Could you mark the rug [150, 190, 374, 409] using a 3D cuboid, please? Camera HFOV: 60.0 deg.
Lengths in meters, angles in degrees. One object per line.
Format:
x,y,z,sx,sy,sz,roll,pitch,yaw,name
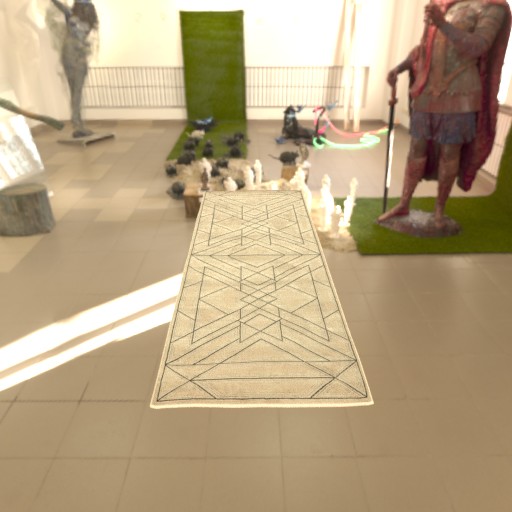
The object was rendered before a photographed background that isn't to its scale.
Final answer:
0.000,0.000,2.683,0.831,0.036,2.381,0,28,-1,rug
